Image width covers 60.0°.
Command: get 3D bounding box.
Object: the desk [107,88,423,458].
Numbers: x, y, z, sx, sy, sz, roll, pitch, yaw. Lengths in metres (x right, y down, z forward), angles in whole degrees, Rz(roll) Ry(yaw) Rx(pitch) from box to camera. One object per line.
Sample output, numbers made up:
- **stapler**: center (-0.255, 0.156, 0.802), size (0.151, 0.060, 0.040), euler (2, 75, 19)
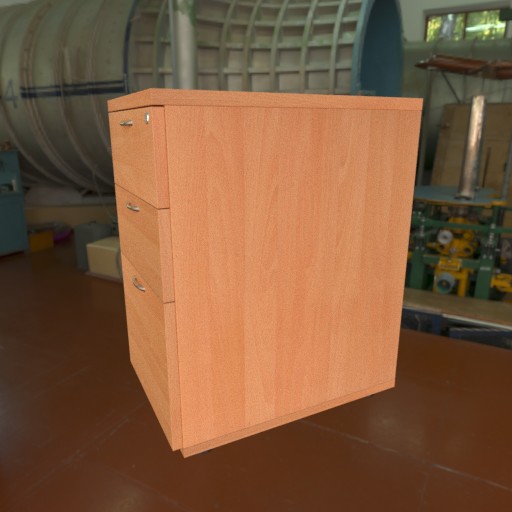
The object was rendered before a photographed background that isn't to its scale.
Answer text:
- **desk**: center (0.000, 0.000, 1.095), size (0.600, 0.730, 0.404), euler (-8, 18, -26)
